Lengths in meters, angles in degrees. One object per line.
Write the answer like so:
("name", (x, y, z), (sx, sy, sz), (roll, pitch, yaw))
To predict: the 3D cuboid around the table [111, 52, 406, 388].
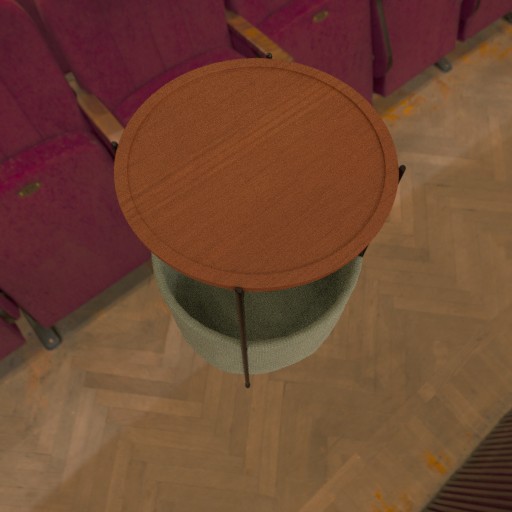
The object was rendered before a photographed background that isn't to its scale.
("table", (0.000, 0.000, 0.882), (0.400, 0.623, 0.400), (-36, 69, -16))
